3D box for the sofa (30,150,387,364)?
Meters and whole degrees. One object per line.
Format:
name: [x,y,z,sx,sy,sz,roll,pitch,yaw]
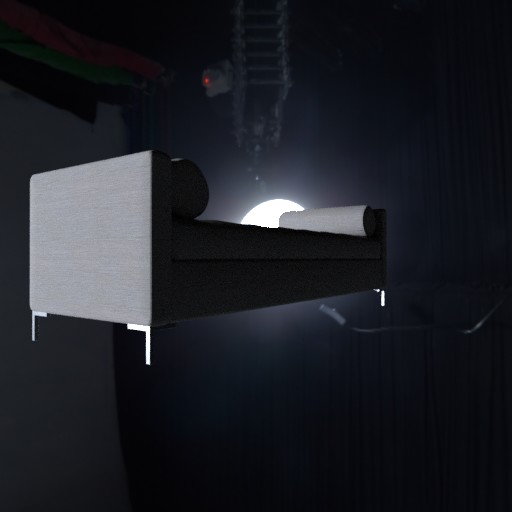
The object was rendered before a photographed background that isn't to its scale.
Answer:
sofa: [0.000,0.000,2.268,0.686,0.635,1.981,0,0,36]
